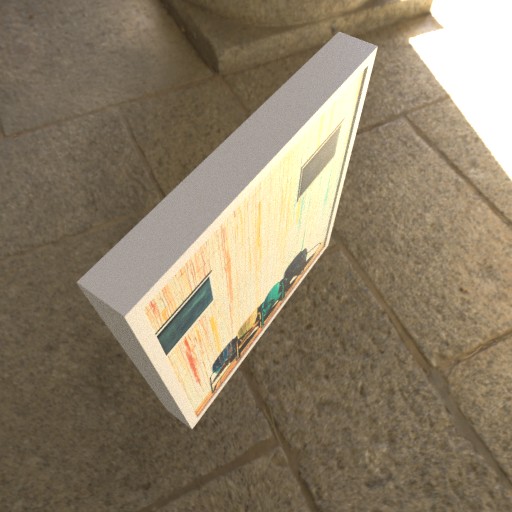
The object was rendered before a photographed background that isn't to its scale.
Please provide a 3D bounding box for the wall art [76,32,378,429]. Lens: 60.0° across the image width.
[{"bbox_3d":[0.000,0.000,0.443,0.038,0.305,0.305,31,63,18],"label":"wall art"}]
